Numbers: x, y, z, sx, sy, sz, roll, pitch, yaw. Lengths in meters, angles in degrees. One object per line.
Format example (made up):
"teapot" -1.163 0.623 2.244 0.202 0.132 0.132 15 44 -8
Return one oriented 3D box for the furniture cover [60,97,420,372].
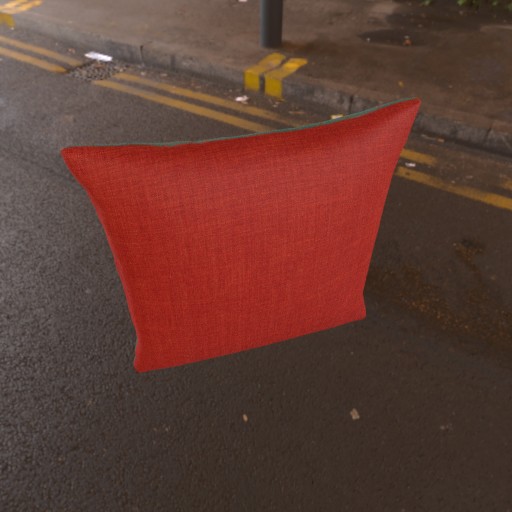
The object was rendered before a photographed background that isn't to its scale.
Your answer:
"furniture cover" 0.000 0.000 0.782 0.517 0.508 0.158 -12 44 -12
